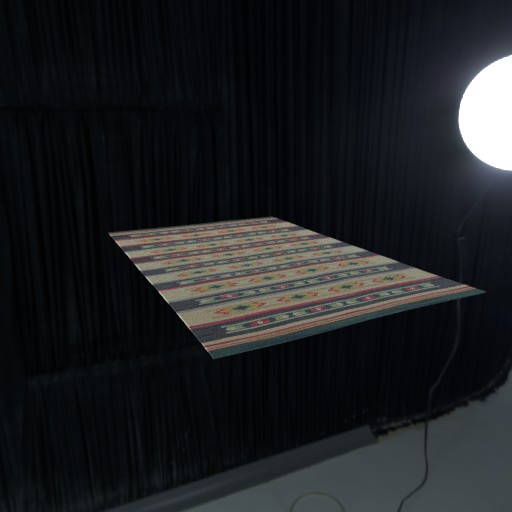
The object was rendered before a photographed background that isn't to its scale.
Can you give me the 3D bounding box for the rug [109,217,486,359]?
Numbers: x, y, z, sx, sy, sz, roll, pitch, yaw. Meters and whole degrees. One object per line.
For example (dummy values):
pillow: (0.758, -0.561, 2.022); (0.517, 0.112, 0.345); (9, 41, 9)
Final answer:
rug: (0.000, 0.000, 2.950); (1.522, 0.010, 2.311); (-8, 18, -26)
